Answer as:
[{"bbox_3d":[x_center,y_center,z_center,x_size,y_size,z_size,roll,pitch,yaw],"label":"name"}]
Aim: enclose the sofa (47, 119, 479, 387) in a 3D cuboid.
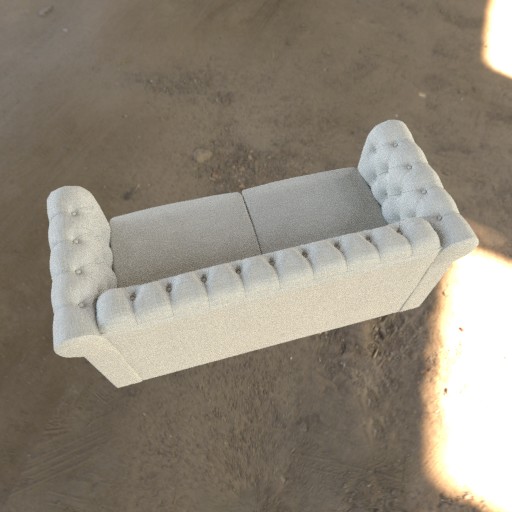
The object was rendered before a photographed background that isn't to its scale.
[{"bbox_3d":[0.000,0.000,2.250,1.798,0.797,0.783,-13,60,-8],"label":"sofa"}]
